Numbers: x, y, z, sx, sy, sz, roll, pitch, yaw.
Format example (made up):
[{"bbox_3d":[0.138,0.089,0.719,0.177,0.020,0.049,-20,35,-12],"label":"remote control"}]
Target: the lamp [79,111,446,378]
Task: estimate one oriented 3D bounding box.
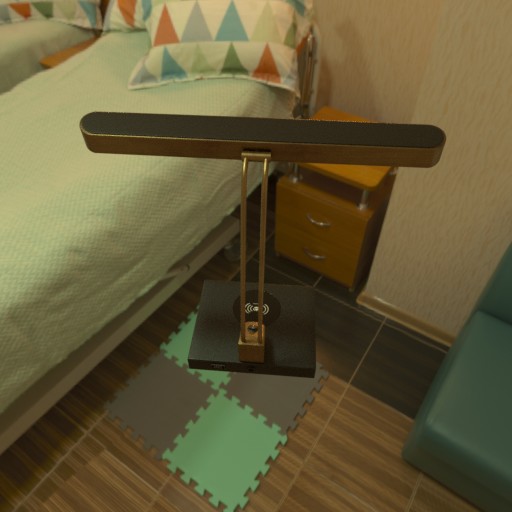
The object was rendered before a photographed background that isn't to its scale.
[{"bbox_3d":[0.000,0.000,0.583,0.412,0.345,0.156,3,46,3],"label":"lamp"}]
